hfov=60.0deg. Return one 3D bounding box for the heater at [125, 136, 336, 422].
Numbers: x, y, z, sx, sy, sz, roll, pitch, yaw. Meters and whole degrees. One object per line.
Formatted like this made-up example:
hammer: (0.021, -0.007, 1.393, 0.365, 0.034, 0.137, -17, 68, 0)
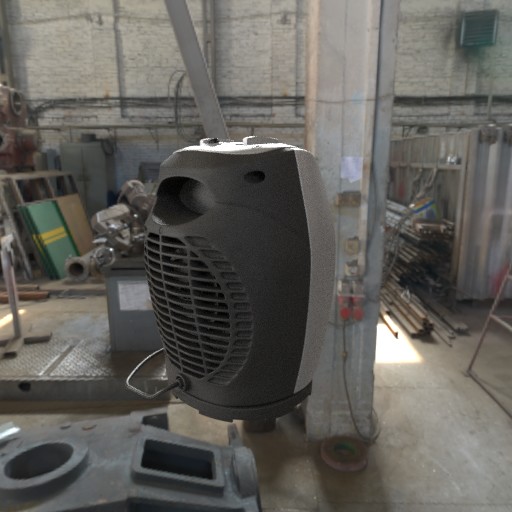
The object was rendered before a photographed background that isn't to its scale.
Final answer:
heater: (0.000, 0.000, 0.501, 0.291, 0.255, 0.239, -12, 17, -43)
